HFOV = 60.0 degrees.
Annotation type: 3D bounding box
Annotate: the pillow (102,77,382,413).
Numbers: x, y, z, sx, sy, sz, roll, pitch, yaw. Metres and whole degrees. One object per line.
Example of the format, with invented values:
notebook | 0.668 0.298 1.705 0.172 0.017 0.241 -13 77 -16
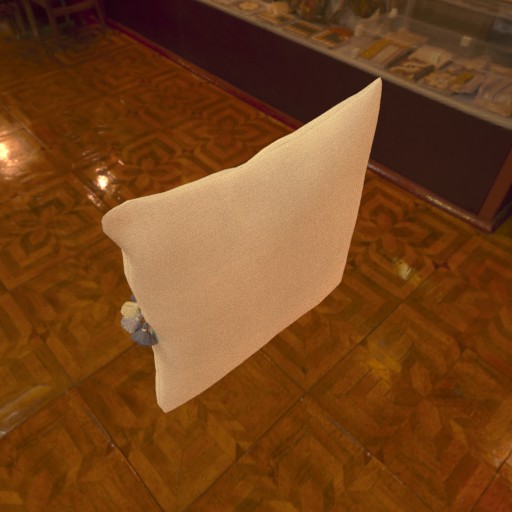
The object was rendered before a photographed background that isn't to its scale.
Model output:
pillow | 0.000 0.000 0.745 0.489 0.481 0.165 -33 56 -26
